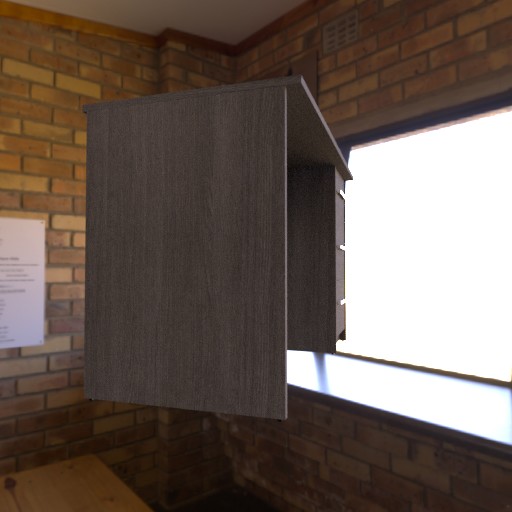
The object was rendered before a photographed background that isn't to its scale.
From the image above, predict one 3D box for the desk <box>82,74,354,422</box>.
[{"bbox_3d":[0.000,0.000,1.537,0.560,0.735,1.097,-1,-2,18],"label":"desk"}]
